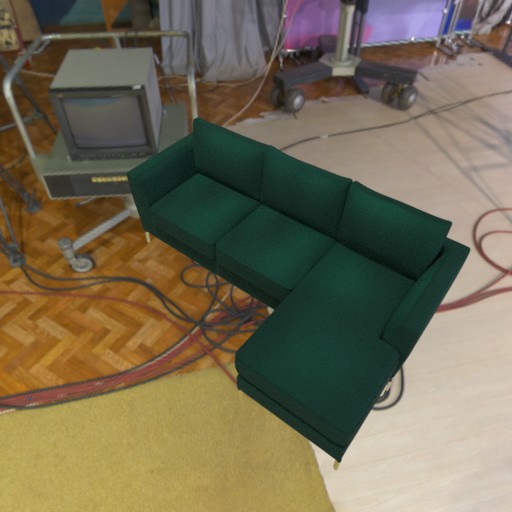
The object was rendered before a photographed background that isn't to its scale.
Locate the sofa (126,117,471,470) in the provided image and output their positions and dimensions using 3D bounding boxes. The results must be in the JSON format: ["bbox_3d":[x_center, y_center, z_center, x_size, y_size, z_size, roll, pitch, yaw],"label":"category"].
[{"bbox_3d":[0.000,0.000,3.184,2.441,1.007,1.489,29,53,25],"label":"sofa"}]
